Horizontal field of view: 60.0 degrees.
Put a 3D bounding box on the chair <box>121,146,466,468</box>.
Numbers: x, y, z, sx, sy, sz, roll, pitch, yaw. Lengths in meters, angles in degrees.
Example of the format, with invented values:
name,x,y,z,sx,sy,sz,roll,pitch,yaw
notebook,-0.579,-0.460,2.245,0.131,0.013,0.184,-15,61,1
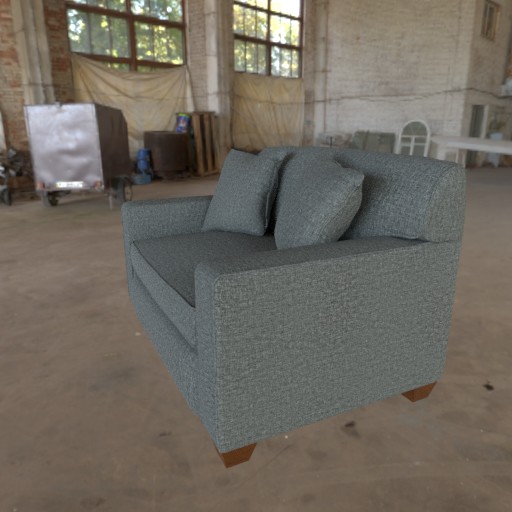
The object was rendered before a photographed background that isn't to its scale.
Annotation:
name,x,y,z,sx,sy,sz,roll,pitch,yaw
chair,0.000,0.000,2.003,1.000,0.948,1.383,-8,18,-25
